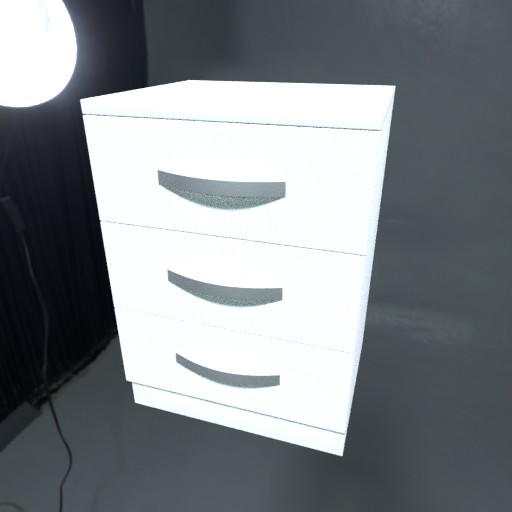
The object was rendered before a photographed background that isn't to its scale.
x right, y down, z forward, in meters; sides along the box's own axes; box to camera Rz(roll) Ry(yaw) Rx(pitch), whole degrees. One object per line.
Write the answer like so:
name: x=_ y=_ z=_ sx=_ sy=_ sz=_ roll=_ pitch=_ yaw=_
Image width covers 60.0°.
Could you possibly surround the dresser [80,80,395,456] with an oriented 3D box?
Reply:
dresser: x=0.000 y=0.000 z=0.805 sx=0.400 sy=0.560 sz=0.360 roll=8 pitch=27 yaw=16
